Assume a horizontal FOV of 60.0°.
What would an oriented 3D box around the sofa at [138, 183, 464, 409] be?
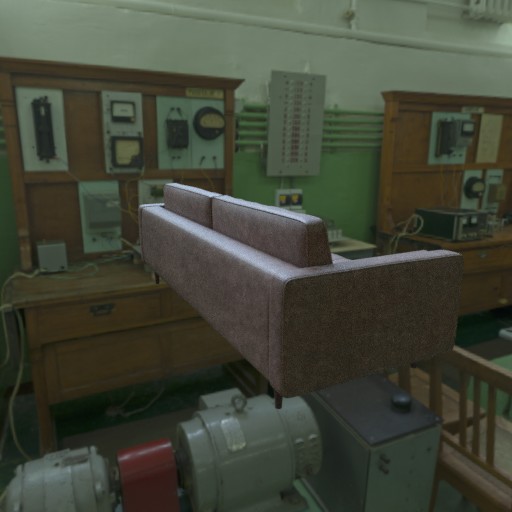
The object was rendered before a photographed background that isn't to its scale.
[{"bbox_3d":[0.000,0.000,2.659,0.914,0.762,2.210,-7,15,-26],"label":"sofa"}]
